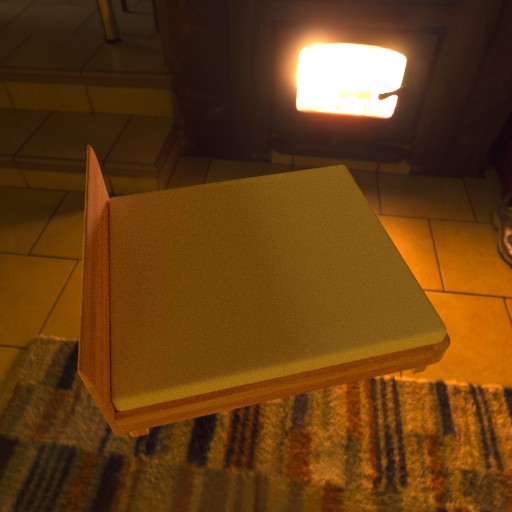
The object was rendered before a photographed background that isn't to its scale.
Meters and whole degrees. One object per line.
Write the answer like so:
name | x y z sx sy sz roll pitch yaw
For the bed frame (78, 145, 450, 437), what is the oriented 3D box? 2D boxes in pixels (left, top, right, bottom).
bed frame | 0.000 0.000 3.123 2.092 0.940 1.872 -10 48 -9
